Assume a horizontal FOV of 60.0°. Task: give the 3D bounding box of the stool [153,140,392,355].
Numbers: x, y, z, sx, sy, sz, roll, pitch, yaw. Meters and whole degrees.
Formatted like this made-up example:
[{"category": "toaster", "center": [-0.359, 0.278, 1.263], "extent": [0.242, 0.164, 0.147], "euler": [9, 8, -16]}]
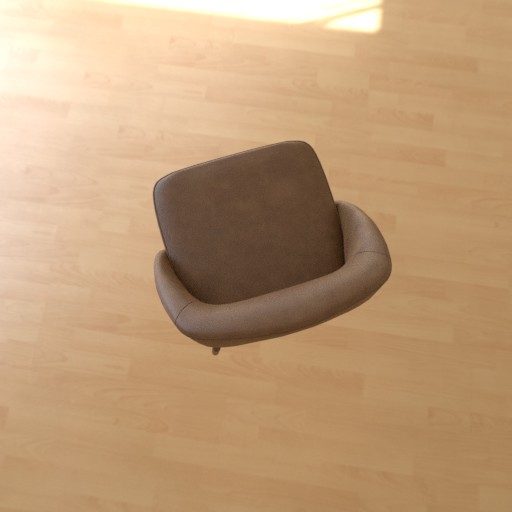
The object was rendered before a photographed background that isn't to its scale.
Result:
[{"category": "stool", "center": [0.000, 0.000, 1.236], "extent": [0.494, 0.940, 0.509], "euler": [-16, 76, -4]}]
